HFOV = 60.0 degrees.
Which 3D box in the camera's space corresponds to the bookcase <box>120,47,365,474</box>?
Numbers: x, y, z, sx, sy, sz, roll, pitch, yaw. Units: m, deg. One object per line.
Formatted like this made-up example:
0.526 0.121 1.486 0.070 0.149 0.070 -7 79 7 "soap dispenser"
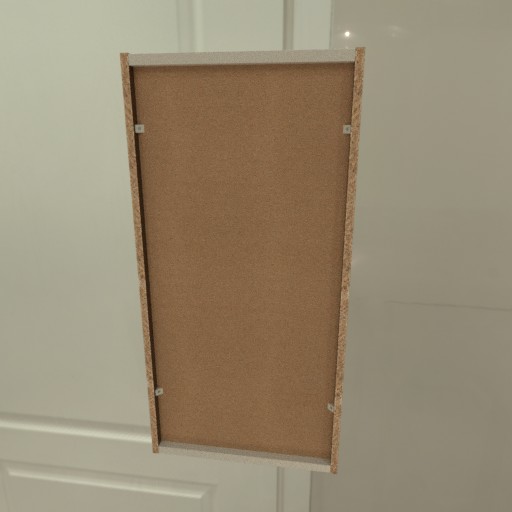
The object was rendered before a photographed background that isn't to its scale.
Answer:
0.000 0.000 0.752 0.300 0.600 0.290 3 17 8 "bookcase"
